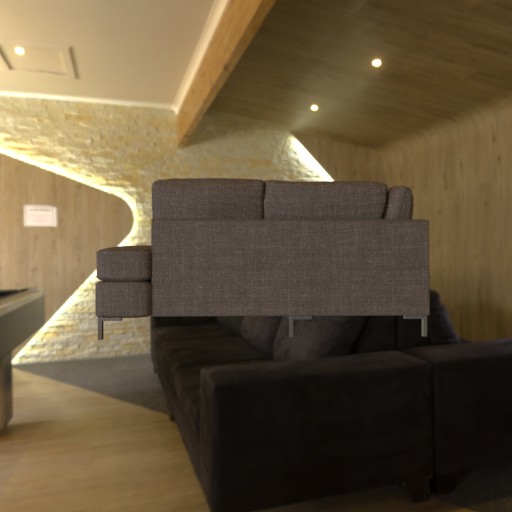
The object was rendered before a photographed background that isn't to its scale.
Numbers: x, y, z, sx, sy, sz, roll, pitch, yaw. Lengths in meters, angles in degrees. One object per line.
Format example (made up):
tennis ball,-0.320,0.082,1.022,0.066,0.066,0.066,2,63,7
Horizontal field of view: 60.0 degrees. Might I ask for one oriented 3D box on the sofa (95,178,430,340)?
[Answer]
sofa,0.000,0.000,4.378,2.048,0.999,3.423,0,0,-2
